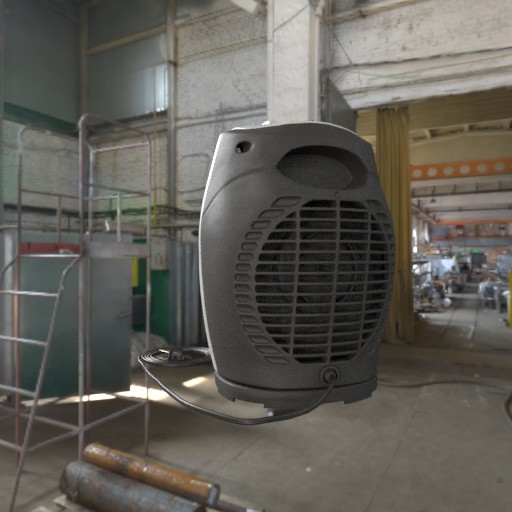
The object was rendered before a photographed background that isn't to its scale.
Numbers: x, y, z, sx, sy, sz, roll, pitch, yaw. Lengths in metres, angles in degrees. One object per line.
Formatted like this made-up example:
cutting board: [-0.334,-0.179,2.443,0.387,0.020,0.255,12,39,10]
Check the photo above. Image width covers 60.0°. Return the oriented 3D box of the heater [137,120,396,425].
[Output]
heater: [0.000,0.000,0.478,0.239,0.255,0.291,0,0,-18]
